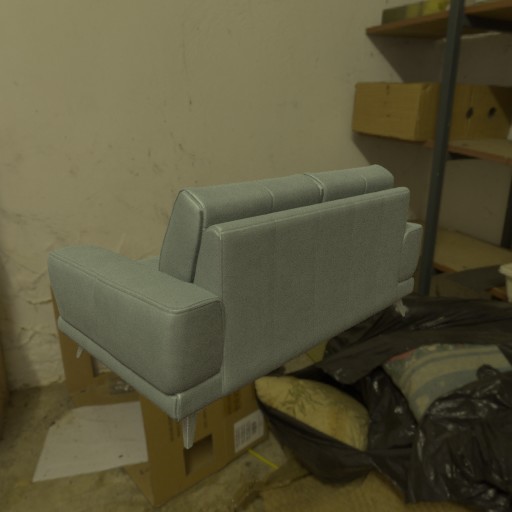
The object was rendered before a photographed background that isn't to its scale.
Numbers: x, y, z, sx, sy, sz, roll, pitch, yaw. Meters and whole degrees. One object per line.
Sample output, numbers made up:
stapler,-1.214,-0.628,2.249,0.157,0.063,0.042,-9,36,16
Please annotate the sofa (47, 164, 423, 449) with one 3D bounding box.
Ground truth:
sofa,0.000,0.000,2.335,1.806,0.907,1.018,-16,23,-43
